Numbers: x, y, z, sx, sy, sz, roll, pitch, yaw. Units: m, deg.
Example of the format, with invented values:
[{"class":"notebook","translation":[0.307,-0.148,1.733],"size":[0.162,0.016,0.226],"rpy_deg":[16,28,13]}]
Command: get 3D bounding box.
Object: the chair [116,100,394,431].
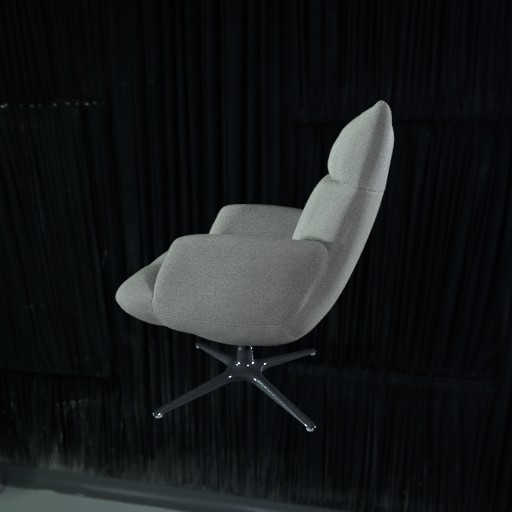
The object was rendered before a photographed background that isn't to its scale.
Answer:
[{"class":"chair","translation":[0.000,0.000,1.605],"size":[0.889,1.016,0.711],"rpy_deg":[2,14,8]}]
